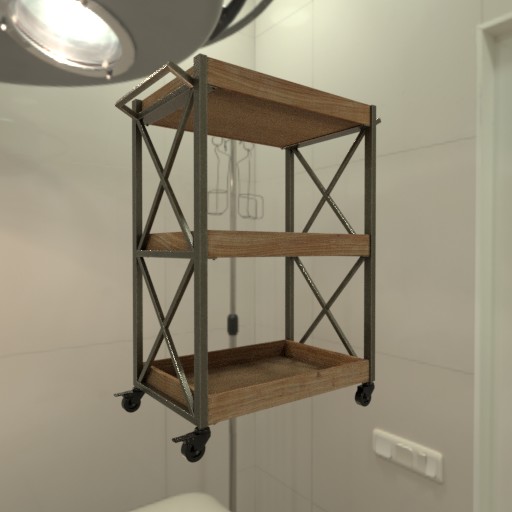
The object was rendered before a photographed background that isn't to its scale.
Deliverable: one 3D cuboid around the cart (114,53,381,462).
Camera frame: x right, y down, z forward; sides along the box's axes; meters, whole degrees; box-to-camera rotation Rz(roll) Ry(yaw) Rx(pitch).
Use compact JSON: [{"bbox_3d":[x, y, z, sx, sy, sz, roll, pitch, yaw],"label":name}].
[{"bbox_3d":[0.000,0.000,1.221,0.673,0.835,0.377,-1,1,-37],"label":"cart"}]
